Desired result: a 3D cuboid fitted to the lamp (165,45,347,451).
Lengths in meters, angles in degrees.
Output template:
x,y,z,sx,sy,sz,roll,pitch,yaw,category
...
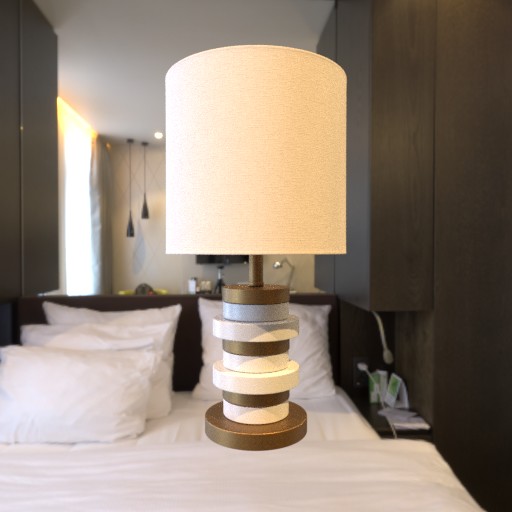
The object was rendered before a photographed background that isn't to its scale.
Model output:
x,y,z,sx,sy,sz,roll,pitch,yaw,category
0.000,0.000,0.525,0.210,0.410,0.210,-1,1,-35,lamp
